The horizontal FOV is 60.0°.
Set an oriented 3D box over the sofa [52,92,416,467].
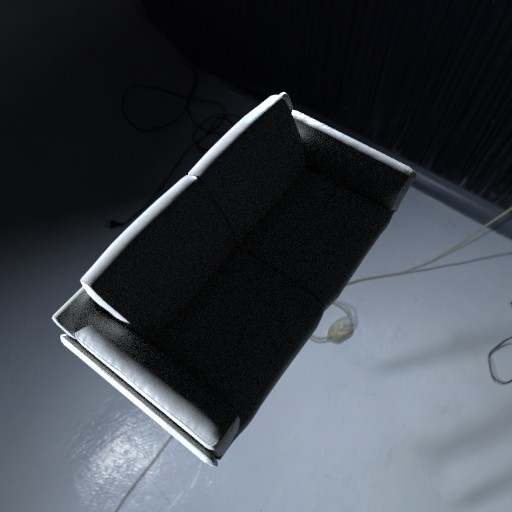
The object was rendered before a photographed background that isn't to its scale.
[{"bbox_3d":[0.000,0.000,2.651,1.049,0.930,2.101,32,65,17],"label":"sofa"}]
